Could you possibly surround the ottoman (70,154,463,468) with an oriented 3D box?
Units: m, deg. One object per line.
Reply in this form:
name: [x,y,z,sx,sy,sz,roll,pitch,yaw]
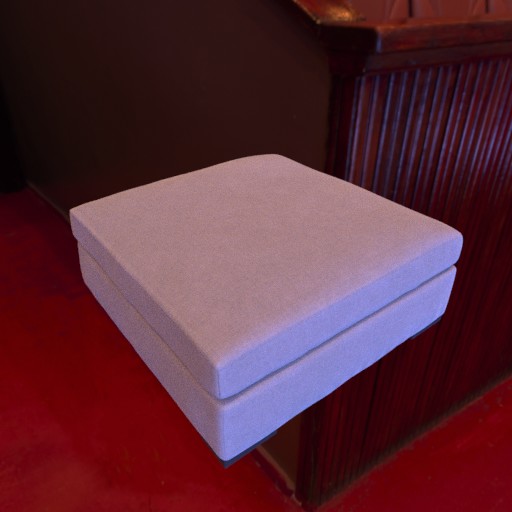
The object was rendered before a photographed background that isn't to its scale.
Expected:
ottoman: [0.000,0.000,1.862,1.171,0.517,1.203,-22,38,-31]
